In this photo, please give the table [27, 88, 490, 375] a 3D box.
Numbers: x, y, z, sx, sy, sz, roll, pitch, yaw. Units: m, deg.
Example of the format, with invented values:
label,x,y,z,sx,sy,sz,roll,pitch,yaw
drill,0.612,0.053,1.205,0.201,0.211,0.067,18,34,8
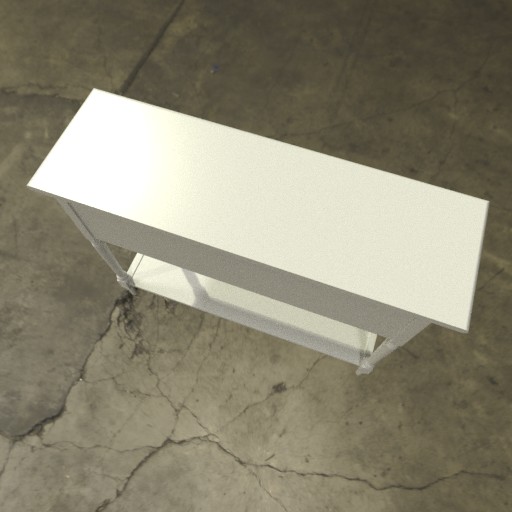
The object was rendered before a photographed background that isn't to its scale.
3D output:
label,x,y,z,sx,sy,sz,roll,pitch,yaw
table,0.000,0.000,1.560,1.197,0.808,0.384,18,66,8
